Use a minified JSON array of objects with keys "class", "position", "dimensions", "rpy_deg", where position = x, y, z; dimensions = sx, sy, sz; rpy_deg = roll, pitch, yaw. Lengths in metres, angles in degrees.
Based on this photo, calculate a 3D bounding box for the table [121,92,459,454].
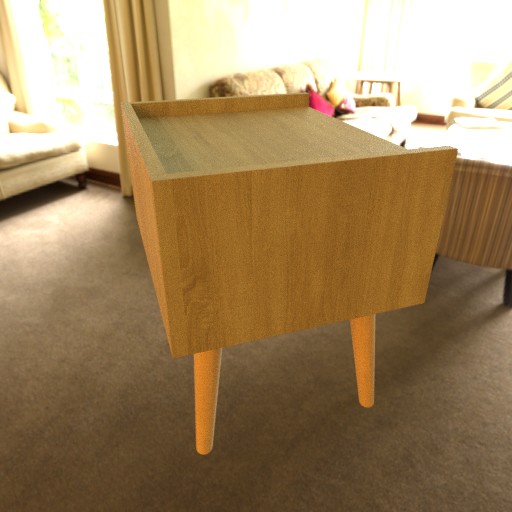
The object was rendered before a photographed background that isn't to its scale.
[{"class":"table","position":[0.000,0.000,0.789],"dimensions":[0.370,0.470,0.450],"rpy_deg":[-9,30,-16]}]
